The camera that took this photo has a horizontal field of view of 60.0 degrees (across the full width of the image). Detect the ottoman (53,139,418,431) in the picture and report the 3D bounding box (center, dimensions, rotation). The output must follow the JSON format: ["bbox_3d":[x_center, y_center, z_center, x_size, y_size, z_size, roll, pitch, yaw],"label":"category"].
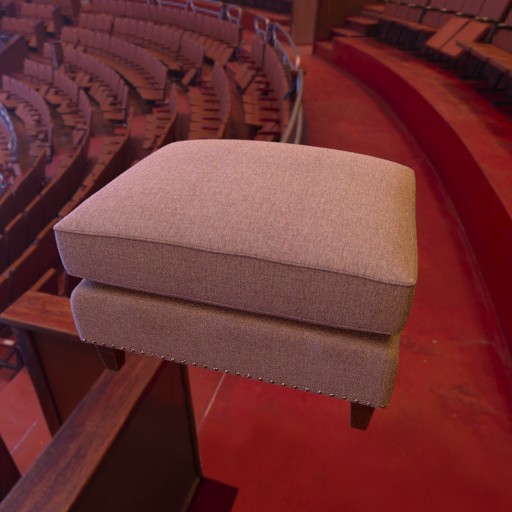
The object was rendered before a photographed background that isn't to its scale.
[{"bbox_3d":[0.000,0.000,1.157,0.741,0.513,0.584,9,33,14],"label":"ottoman"}]
